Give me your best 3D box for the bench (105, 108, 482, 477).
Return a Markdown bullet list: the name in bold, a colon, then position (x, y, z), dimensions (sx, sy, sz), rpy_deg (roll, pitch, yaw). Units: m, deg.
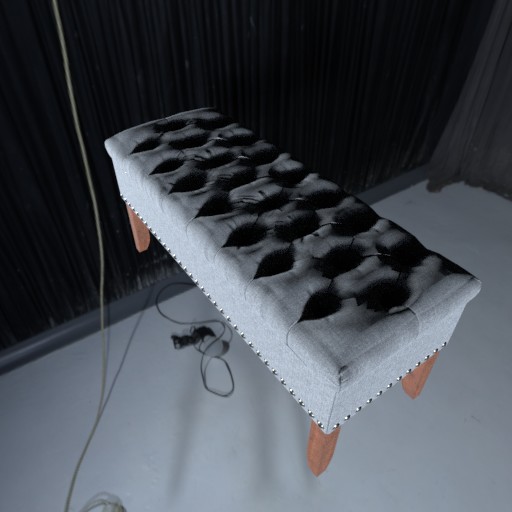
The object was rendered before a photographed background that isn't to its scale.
- **bench**: position (0.000, 0.000, 1.276), dimensions (0.417, 0.470, 1.052), rpy_deg (-26, 48, -26)
